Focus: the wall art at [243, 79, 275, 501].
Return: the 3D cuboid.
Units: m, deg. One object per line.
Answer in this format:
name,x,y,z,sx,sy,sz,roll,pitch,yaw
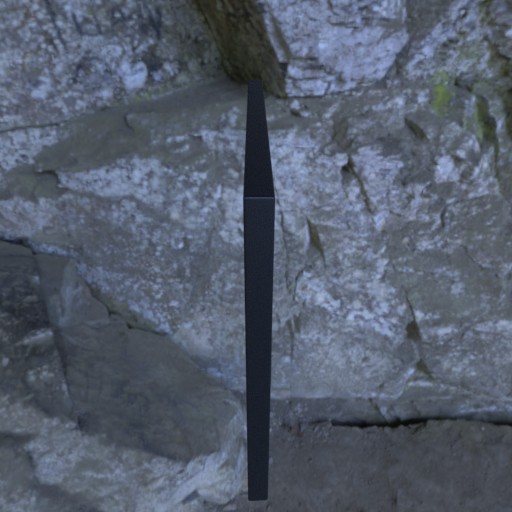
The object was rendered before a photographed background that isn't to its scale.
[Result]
wall art,0.000,0.000,0.733,0.031,0.457,0.558,0,31,0
